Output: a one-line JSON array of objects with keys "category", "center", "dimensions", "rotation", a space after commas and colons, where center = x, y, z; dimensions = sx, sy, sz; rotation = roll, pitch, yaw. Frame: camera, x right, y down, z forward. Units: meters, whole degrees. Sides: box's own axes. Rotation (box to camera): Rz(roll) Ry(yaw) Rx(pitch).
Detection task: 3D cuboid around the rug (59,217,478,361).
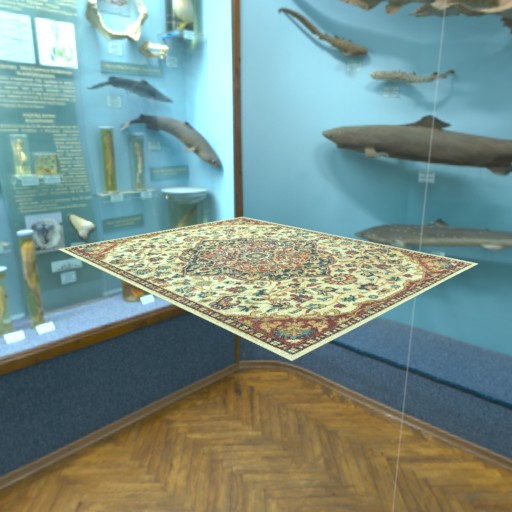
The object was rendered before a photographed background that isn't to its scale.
[{"category": "rug", "center": [0.000, 0.000, 4.123], "dimensions": [2.454, 0.005, 3.067], "rotation": [-15, 21, -42]}]
